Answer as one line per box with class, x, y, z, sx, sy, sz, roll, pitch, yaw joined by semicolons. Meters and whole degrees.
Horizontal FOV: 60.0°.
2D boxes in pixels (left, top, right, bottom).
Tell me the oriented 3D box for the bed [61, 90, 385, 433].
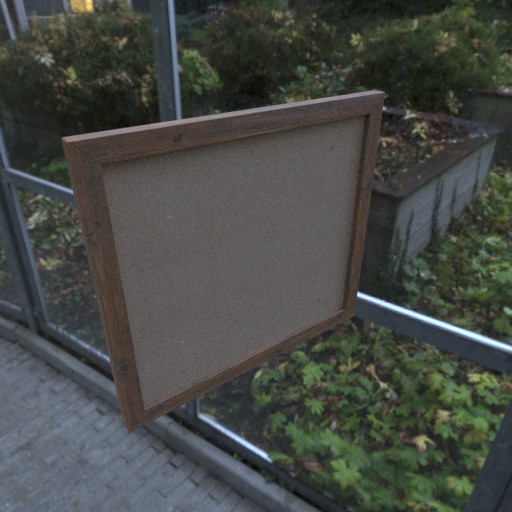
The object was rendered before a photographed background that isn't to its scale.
bed;0.000;0.000;1.476;1.046;0.942;0.046;-20;35;-31
